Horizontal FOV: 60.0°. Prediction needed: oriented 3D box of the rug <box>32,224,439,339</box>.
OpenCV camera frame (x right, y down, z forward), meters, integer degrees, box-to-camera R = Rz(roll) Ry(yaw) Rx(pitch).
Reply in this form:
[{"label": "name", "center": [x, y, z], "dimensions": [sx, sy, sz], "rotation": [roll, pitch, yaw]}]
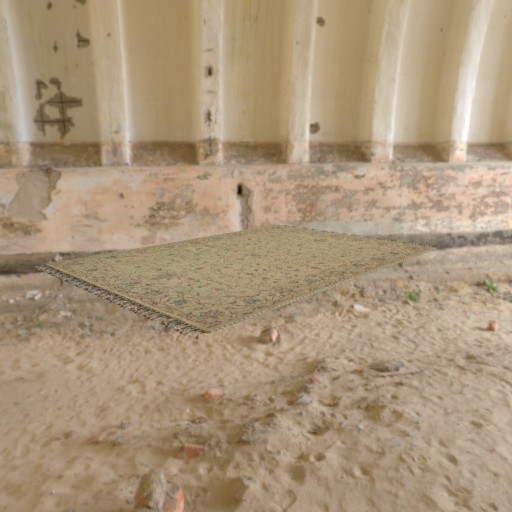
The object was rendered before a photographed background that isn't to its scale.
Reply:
[{"label": "rug", "center": [0.000, 0.000, 2.327], "dimensions": [1.247, 0.008, 1.802], "rotation": [12, 18, 42]}]
